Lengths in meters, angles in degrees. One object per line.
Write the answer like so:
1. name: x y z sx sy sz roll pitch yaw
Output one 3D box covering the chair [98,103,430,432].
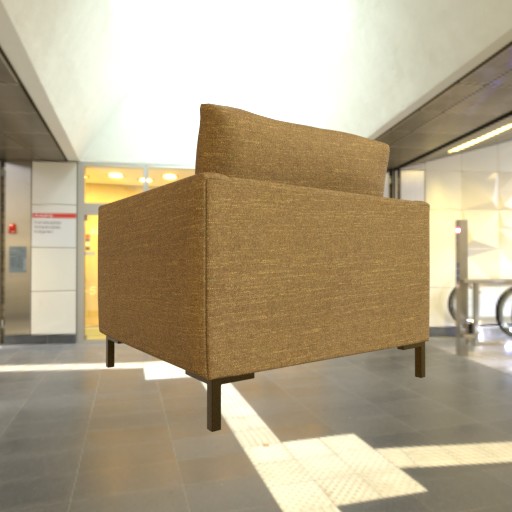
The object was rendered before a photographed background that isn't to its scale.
1. chair: 0.000 0.000 1.622 0.940 0.841 0.845 1 -1 -36
